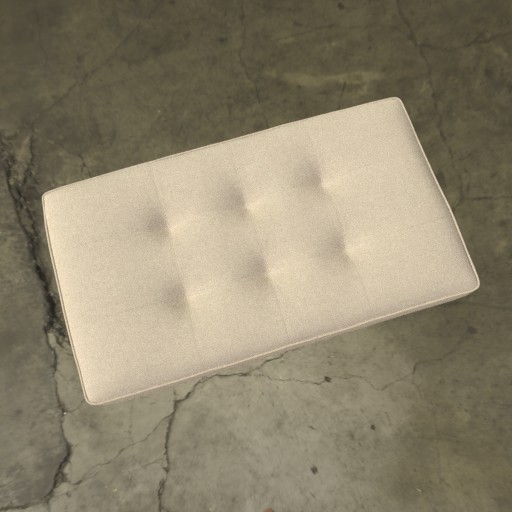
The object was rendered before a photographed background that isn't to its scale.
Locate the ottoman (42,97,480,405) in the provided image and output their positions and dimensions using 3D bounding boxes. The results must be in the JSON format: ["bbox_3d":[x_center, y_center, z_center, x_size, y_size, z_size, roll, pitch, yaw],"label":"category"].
[{"bbox_3d":[0.000,0.000,1.455,1.143,0.508,0.648,-16,77,-4],"label":"ottoman"}]
